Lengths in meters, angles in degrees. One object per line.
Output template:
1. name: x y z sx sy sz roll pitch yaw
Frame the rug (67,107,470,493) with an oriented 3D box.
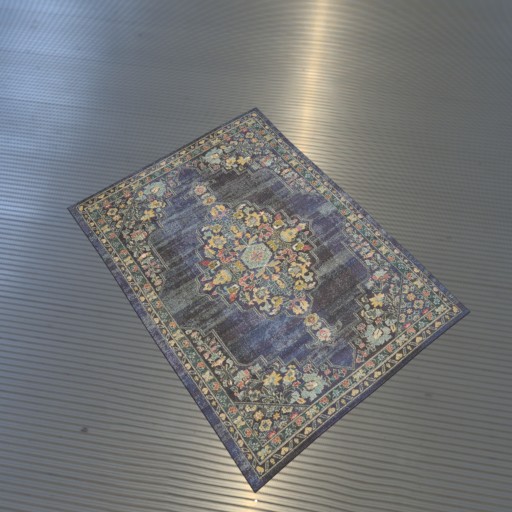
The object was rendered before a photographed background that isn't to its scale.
1. rug: 0.000 0.000 4.766 2.716 0.035 3.612 -33 66 -17
